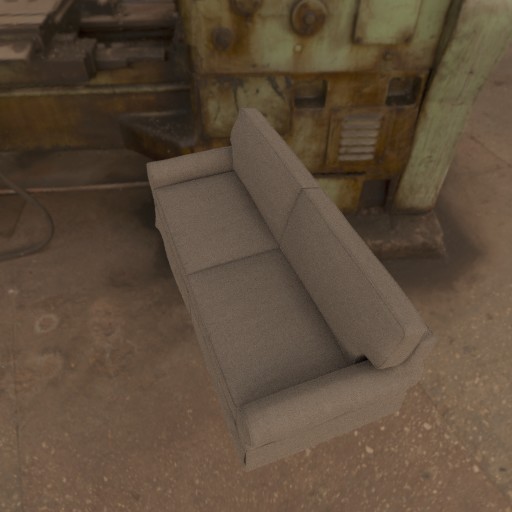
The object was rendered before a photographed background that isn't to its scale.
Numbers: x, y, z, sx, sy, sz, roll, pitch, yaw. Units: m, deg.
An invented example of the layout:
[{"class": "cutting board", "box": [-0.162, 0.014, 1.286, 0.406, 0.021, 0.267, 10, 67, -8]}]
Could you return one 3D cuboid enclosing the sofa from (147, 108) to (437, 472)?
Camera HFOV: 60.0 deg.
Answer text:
[{"class": "sofa", "box": [0.000, 0.000, 2.811, 0.991, 0.943, 2.248, -16, 49, -14]}]
